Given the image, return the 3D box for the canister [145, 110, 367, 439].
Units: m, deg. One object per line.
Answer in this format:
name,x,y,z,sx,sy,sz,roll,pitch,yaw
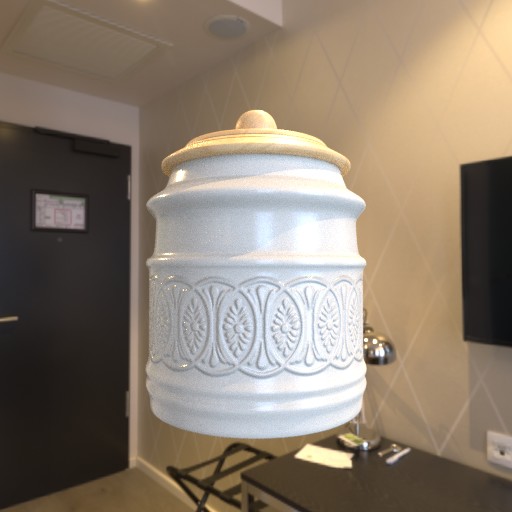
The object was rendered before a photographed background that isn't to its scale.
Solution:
canister,0.000,0.000,0.269,0.130,0.176,0.130,0,-1,0
